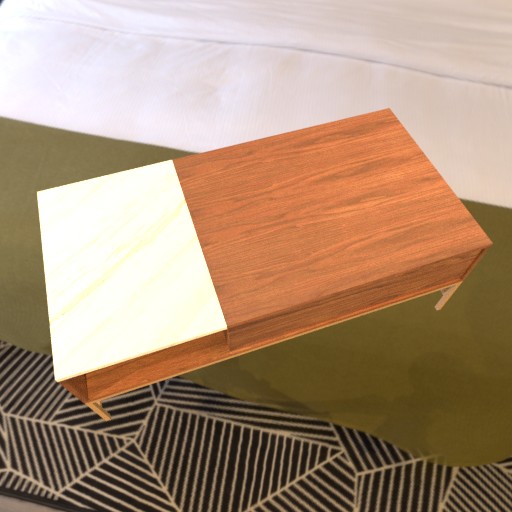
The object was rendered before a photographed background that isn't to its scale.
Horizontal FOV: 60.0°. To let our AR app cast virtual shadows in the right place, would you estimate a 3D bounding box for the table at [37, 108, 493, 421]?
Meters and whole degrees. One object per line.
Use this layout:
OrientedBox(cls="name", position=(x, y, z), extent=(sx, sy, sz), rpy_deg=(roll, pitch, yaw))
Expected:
OrientedBox(cls="table", position=(0.000, 0.000, 1.911), extent=(1.553, 0.551, 0.789), rpy_deg=(-16, 59, -10))
